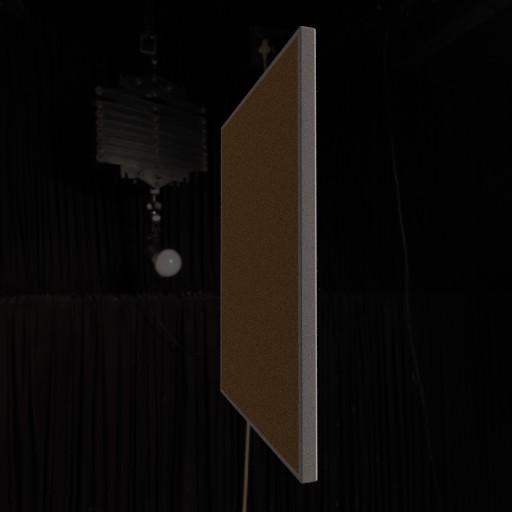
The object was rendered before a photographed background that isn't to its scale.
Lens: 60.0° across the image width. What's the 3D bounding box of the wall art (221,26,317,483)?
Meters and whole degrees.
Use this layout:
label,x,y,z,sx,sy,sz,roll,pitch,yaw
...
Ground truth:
label,x,y,z,sx,sy,sz,roll,pitch,yaw
wall art,0.000,0.000,1.622,0.046,1.221,0.914,1,-2,-18
